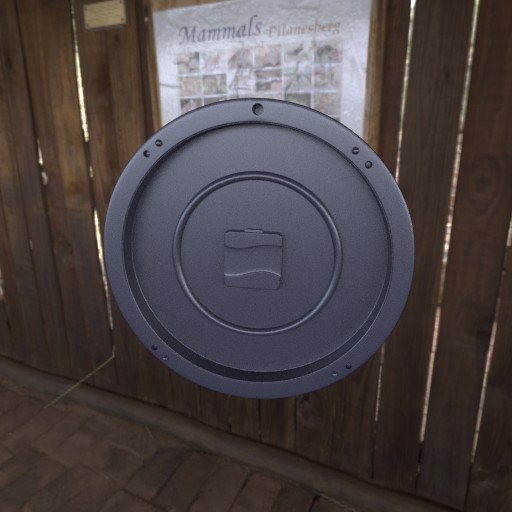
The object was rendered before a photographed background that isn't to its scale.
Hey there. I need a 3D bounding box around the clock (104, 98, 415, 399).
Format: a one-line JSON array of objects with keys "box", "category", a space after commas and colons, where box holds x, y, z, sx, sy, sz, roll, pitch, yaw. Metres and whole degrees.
[{"box": [0.000, 0.000, 0.449, 0.300, 0.300, 0.060, 2, 17, 7], "category": "clock"}]
